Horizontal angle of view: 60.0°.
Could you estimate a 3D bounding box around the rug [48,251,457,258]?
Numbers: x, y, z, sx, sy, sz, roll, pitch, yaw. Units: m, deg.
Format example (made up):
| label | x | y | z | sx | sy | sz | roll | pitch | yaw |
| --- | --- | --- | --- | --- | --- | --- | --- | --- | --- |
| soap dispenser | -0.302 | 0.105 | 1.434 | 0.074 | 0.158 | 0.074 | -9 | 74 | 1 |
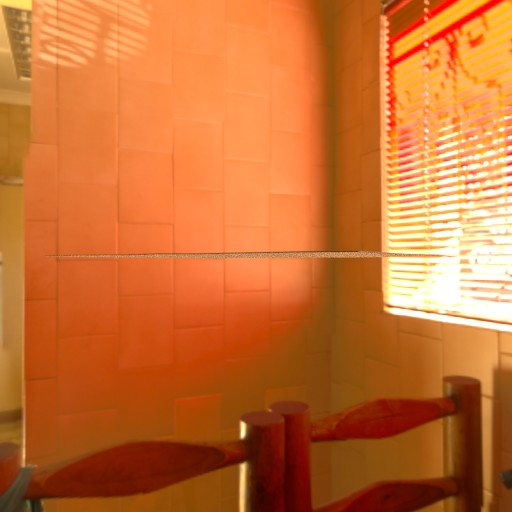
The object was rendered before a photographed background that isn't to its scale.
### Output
| label | x | y | z | sx | sy | sz | roll | pitch | yaw |
| --- | --- | --- | --- | --- | --- | --- | --- | --- | --- |
| rug | 0.000 | 0.000 | 4.147 | 3.048 | 0.013 | 2.438 | -1 | -1 | 36 |
